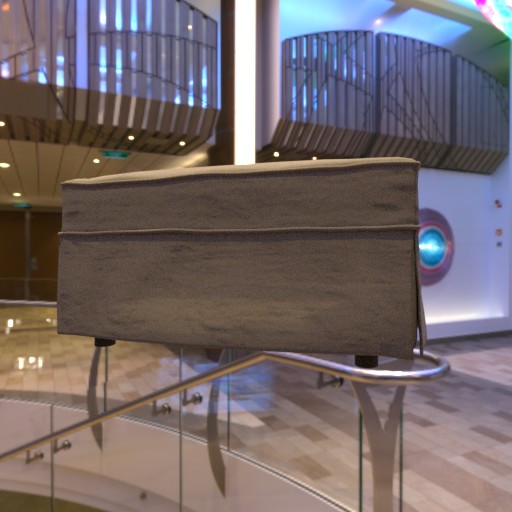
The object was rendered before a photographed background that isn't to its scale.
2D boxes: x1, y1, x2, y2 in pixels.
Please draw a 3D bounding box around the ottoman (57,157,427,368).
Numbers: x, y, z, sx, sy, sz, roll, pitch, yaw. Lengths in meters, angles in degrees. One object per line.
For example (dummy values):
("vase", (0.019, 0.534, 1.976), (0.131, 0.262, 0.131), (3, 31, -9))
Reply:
("ottoman", (0.000, 0.000, 1.329), (0.944, 0.479, 0.703), (0, 1, 18))
